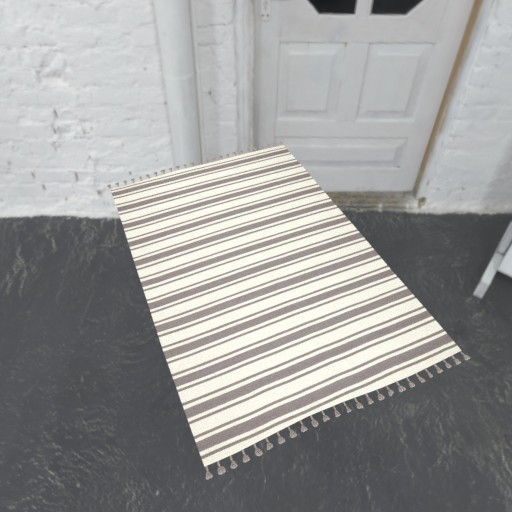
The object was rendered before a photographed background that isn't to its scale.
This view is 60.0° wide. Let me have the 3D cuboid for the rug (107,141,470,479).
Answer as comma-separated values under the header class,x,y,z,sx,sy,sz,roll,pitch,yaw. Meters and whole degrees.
class,x,y,z,sx,sy,sz,roll,pitch,yaw
rug,0.000,0.000,3.014,1.563,0.014,2.425,-18,49,-16
